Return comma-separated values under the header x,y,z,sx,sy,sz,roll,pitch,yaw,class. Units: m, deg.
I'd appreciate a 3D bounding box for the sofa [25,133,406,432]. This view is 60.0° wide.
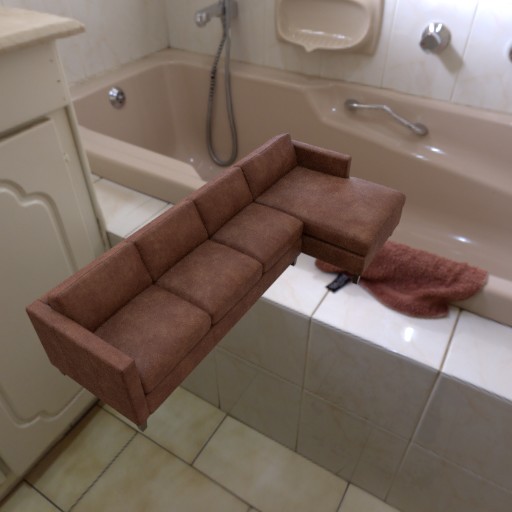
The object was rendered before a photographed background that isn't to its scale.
x,y,z,sx,sy,sz,roll,pitch,yaw,class
0.000,0.000,3.817,1.581,0.883,3.203,23,45,25,sofa
